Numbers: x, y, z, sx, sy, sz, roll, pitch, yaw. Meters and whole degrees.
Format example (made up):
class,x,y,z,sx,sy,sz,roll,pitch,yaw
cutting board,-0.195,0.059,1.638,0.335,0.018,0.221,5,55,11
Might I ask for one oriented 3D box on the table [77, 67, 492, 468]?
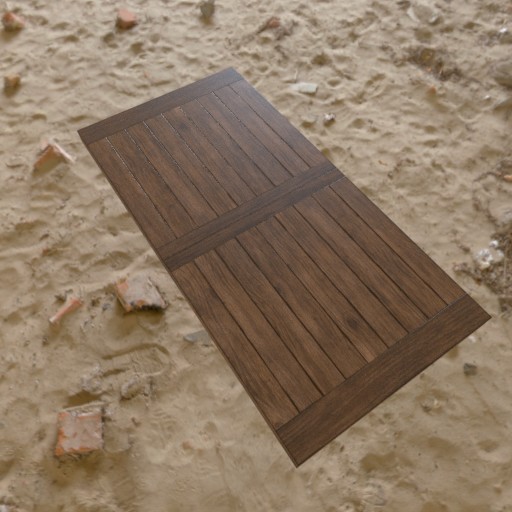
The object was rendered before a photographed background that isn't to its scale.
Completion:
class,x,y,z,sx,sy,sz,roll,pitch,yaw
table,0.000,0.000,2.298,0.931,0.757,1.867,-30,63,-17
